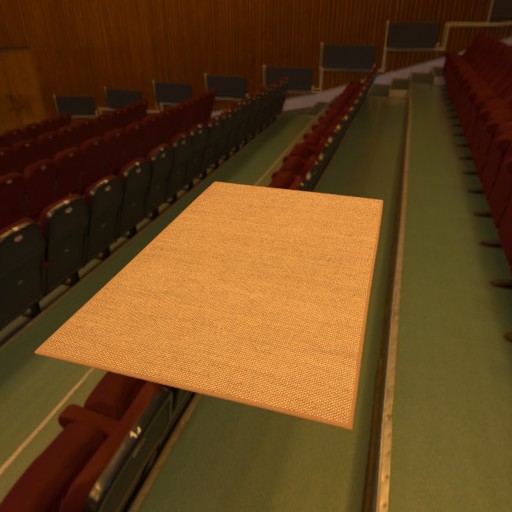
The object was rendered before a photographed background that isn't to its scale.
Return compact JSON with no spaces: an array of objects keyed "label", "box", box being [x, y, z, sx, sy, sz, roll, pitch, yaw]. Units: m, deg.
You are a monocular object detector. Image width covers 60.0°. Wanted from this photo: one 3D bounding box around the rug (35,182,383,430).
[{"label":"rug","box":[0.000,0.000,2.043,1.061,0.012,1.668,9,31,14]}]
